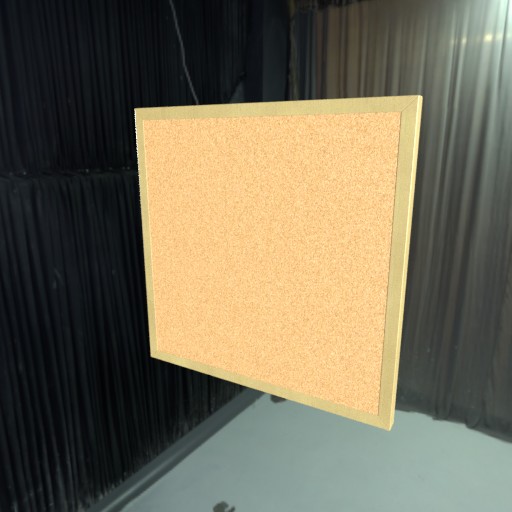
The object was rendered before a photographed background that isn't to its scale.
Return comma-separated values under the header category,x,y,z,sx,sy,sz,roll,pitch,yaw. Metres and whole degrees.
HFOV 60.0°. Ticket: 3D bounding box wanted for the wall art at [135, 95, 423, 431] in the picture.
category,x,y,z,sx,sy,sz,roll,pitch,yaw
wall art,0.000,0.000,1.168,0.763,0.763,0.037,8,17,29
